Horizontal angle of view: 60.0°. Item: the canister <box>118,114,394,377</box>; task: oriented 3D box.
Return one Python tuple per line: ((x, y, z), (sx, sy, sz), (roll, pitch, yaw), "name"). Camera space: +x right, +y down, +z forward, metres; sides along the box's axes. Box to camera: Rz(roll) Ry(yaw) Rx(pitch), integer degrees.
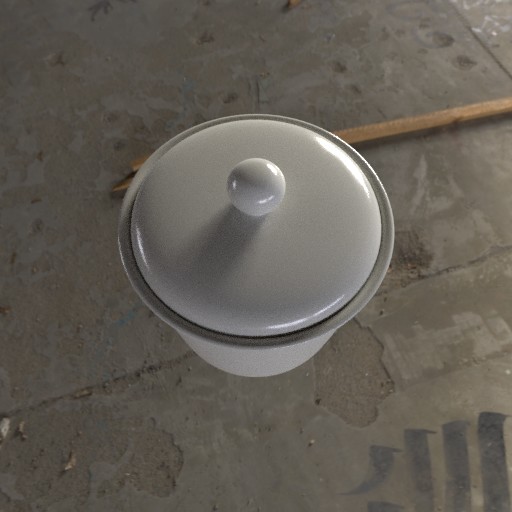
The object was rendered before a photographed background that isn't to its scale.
((0.000, 0.000, 0.346), (0.182, 0.208, 0.182), (0, 63, 0), "canister")
